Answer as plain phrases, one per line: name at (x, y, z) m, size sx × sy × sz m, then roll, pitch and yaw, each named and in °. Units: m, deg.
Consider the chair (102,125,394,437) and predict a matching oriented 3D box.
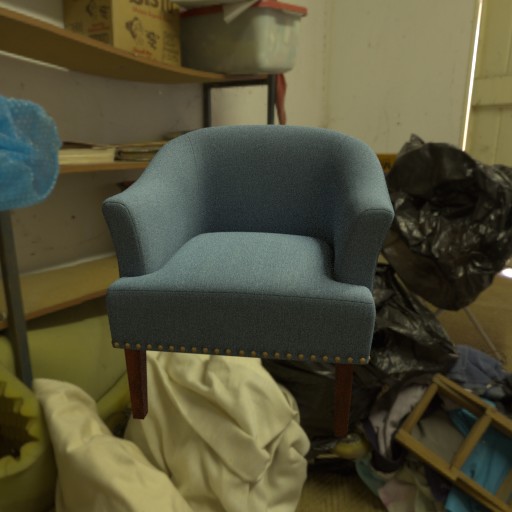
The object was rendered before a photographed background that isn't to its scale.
chair at (0.000, 0.000, 1.406) m, size 0.772 × 0.815 × 0.704 m, roll 2°, pitch 15°, yaw 8°
